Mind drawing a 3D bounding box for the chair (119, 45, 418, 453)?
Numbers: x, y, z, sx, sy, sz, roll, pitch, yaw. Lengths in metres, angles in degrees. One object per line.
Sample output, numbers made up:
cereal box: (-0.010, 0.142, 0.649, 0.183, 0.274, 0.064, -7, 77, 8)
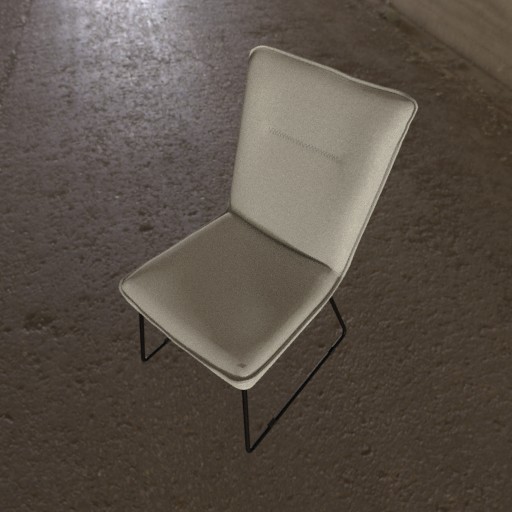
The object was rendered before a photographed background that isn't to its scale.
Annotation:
chair: (0.000, 0.000, 1.331, 0.515, 0.930, 0.688, 31, 55, 26)
